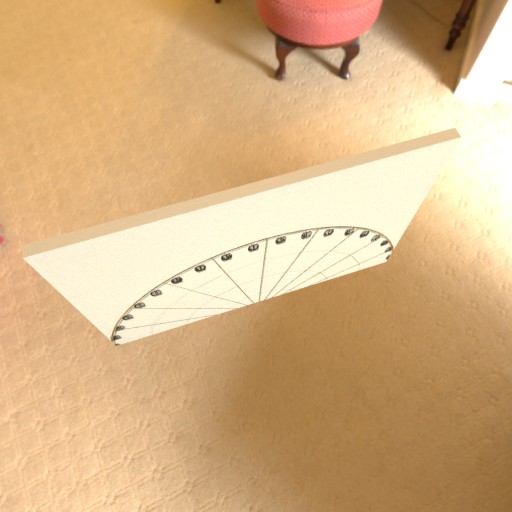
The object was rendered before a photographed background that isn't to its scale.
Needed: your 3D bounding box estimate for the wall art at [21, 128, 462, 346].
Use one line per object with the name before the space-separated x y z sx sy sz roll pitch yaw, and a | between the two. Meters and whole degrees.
wall art | 0.000 0.000 1.450 1.144 0.767 0.038 -16 65 -8
